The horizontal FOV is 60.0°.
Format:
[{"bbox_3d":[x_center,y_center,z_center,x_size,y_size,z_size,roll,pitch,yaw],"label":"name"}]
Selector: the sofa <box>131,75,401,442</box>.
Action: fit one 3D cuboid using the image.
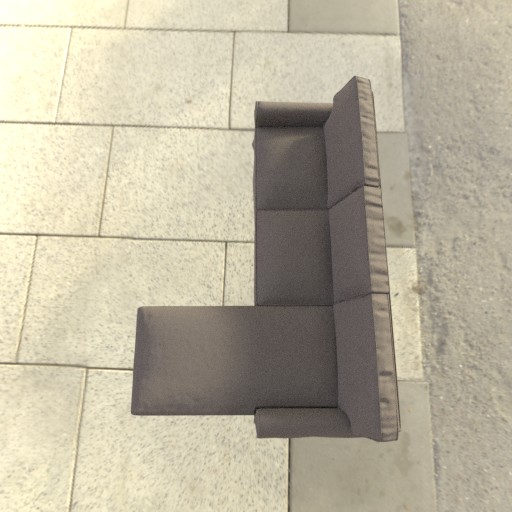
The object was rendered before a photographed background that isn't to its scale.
[{"bbox_3d":[0.000,0.000,3.236,1.733,0.978,2.475,0,75,0],"label":"sofa"}]
